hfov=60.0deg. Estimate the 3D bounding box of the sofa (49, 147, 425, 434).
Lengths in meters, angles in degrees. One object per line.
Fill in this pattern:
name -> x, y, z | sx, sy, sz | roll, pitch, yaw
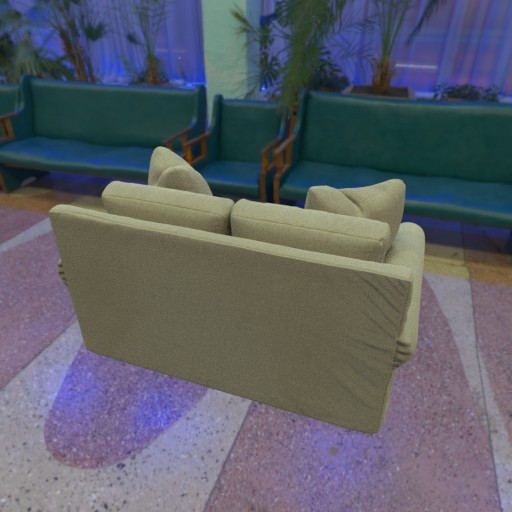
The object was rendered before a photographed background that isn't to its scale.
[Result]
sofa -> 0.000, 0.000, 2.189 | 1.550, 0.905, 1.070 | 11, 34, 17
